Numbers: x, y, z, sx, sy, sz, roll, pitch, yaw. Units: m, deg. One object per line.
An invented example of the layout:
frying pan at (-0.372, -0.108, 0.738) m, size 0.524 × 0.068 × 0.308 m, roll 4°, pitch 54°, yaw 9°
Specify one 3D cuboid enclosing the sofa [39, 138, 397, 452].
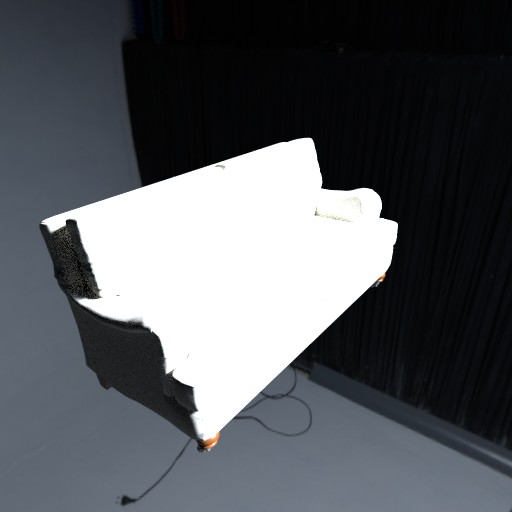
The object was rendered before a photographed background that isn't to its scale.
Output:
sofa at (0.000, 0.000, 2.793) m, size 1.086 × 1.087 × 2.159 m, roll 20°, pitch 33°, yaw 33°
